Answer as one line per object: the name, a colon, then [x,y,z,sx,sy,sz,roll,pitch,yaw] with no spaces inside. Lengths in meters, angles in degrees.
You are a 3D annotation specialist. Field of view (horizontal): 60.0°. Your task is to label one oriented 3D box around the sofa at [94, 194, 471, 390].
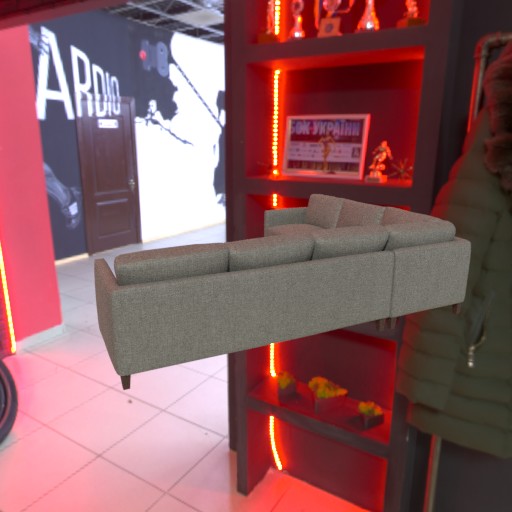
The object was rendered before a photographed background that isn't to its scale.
sofa: [0.000,0.000,4.626,3.302,0.947,2.593,-7,16,-25]
